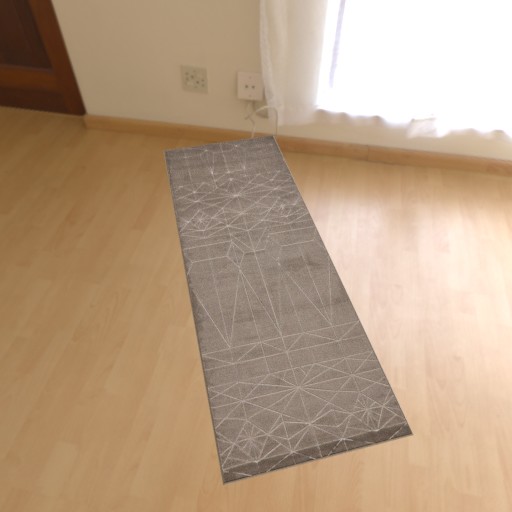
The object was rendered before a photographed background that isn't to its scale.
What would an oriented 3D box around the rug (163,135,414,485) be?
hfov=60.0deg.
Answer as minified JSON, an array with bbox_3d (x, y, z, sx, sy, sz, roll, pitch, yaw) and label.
[{"bbox_3d":[0.000,0.000,2.668,0.864,0.012,2.388,-10,50,-9],"label":"rug"}]
